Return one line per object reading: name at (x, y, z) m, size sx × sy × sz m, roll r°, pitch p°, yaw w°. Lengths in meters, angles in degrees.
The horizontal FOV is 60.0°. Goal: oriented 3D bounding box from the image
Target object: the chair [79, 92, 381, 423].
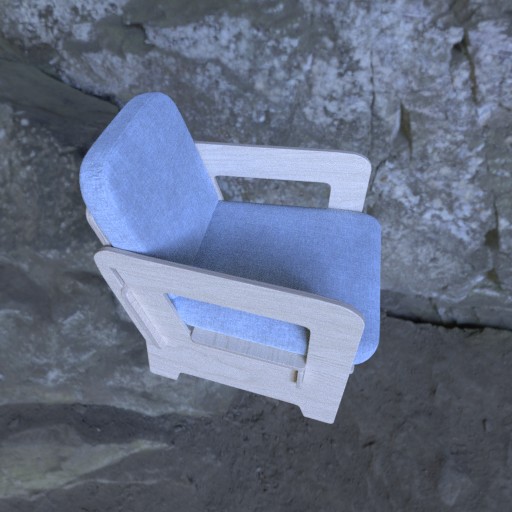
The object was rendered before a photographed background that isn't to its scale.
chair at (0.000, 0.000, 1.281) m, size 0.710 × 0.800 × 0.590 m, roll 8°, pitch 47°, yaw 8°
